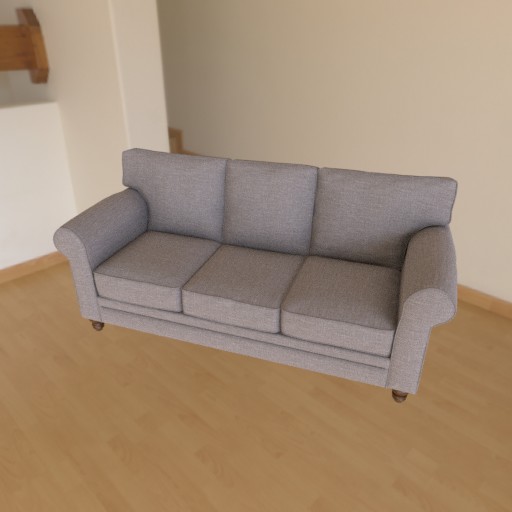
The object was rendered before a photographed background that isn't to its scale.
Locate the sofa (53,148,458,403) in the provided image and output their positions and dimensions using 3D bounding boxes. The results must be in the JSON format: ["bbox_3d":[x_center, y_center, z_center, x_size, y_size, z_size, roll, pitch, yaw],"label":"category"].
[{"bbox_3d":[0.000,0.000,2.554,2.084,0.961,0.916,9,29,17],"label":"sofa"}]
